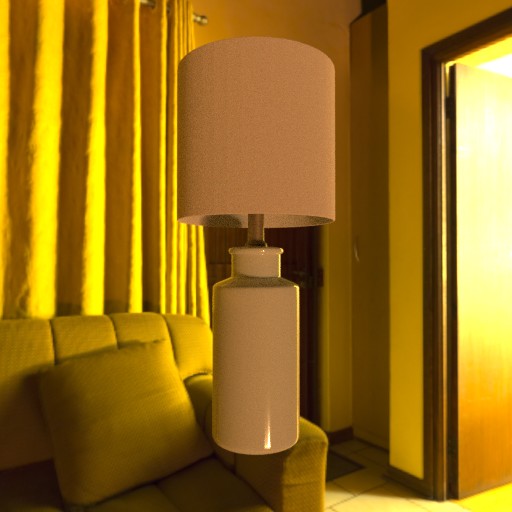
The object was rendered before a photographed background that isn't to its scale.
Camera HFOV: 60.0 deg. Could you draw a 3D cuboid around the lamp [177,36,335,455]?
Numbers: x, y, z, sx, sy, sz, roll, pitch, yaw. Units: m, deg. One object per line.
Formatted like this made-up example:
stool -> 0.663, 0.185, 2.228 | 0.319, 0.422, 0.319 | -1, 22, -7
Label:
lamp -> 0.000, 0.000, 0.602 | 0.212, 0.493, 0.212 | -1, -1, 36
